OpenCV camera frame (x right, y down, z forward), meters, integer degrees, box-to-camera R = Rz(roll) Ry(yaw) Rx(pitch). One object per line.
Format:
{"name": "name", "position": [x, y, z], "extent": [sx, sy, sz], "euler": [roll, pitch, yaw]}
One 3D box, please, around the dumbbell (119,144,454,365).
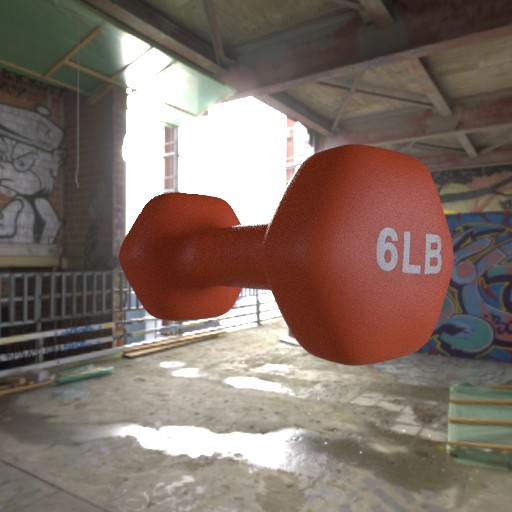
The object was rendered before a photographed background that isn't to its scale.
{"name": "dumbbell", "position": [0.000, 0.000, 0.203], "extent": [0.079, 0.071, 0.162], "euler": [0, 0, -37]}
